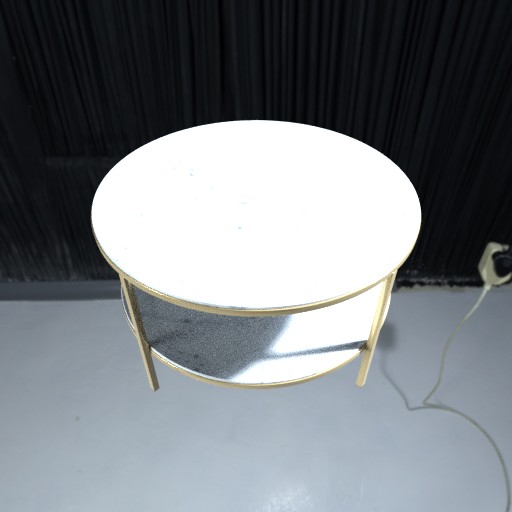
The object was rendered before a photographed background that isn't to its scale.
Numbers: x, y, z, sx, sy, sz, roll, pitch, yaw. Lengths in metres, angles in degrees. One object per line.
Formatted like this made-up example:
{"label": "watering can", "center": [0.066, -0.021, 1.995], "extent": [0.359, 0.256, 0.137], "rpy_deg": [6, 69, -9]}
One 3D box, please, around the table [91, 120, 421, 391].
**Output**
{"label": "table", "center": [0.000, 0.000, 1.259], "extent": [0.800, 0.450, 0.800], "rpy_deg": [0, 41, 0]}
